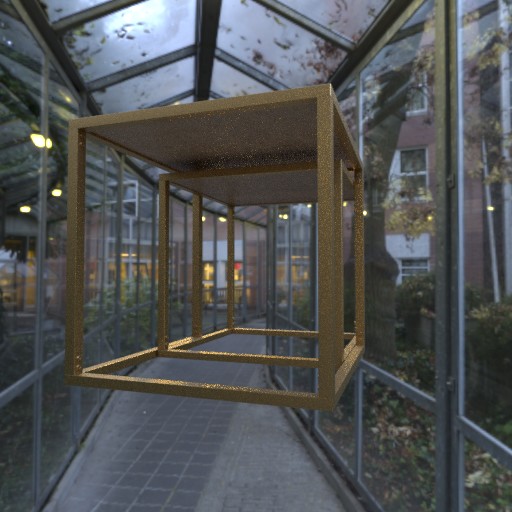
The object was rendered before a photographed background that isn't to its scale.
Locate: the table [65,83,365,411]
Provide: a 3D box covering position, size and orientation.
[{"bbox_3d":[0.000,0.000,1.119,0.505,0.505,0.762,-1,-2,19],"label":"table"}]
